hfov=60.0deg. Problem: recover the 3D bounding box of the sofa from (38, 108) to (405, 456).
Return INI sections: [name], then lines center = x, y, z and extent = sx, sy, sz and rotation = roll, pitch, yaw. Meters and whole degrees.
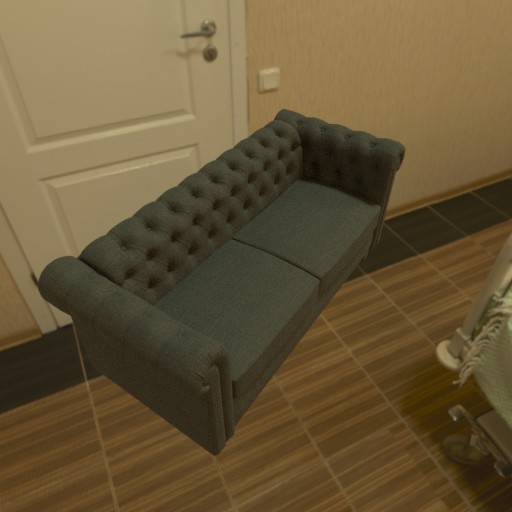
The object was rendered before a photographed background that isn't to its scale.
[sofa]
center = 0.000, 0.000, 2.262
extent = 0.783, 0.797, 1.798
rotation = 25, 48, 25
